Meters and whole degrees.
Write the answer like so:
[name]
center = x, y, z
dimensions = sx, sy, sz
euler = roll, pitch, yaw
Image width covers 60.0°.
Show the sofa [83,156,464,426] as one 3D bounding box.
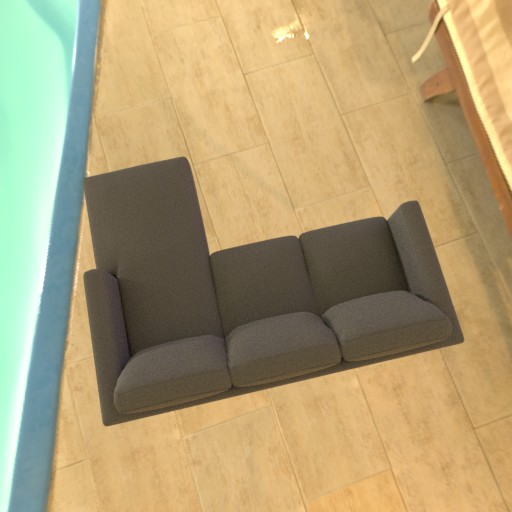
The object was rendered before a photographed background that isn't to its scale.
[sofa]
center = 0.000, 0.000, 2.824
dimensions = 2.031, 0.897, 1.591
euler = -12, 76, -3
